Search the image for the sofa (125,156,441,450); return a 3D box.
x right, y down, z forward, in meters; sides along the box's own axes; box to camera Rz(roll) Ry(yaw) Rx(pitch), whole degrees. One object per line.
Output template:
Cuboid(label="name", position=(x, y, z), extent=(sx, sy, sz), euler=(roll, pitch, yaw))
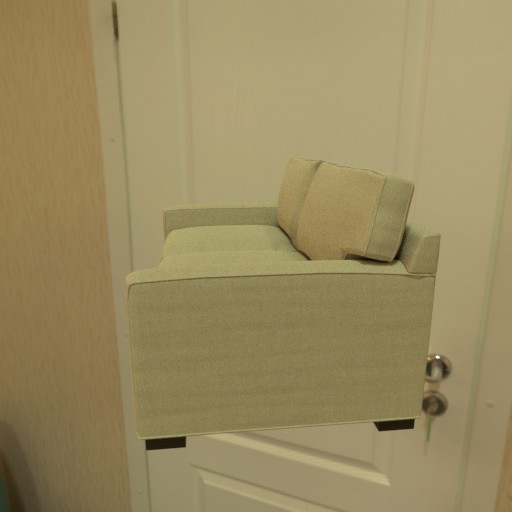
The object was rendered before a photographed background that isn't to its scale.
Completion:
Cuboid(label="sofa", position=(0.000, 0.000, 2.031), extent=(0.942, 0.853, 1.484), euler=(-2, 15, -7))
